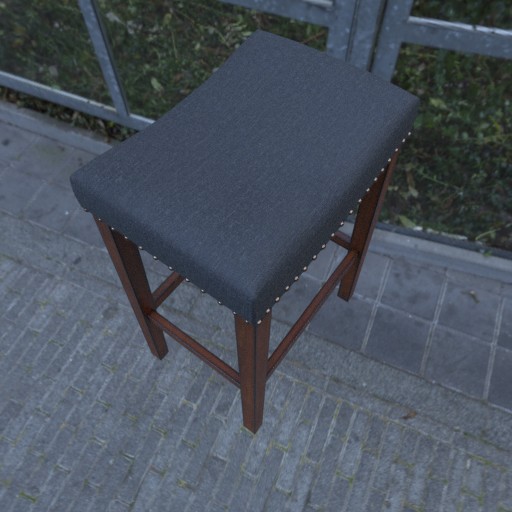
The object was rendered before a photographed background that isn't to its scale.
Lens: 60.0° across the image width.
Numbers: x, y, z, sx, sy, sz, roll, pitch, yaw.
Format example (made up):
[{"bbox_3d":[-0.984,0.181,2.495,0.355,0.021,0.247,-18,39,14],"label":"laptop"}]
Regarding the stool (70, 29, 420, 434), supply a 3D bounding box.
[{"bbox_3d":[0.000,0.000,0.991,0.366,0.748,0.502,32,63,18],"label":"stool"}]
